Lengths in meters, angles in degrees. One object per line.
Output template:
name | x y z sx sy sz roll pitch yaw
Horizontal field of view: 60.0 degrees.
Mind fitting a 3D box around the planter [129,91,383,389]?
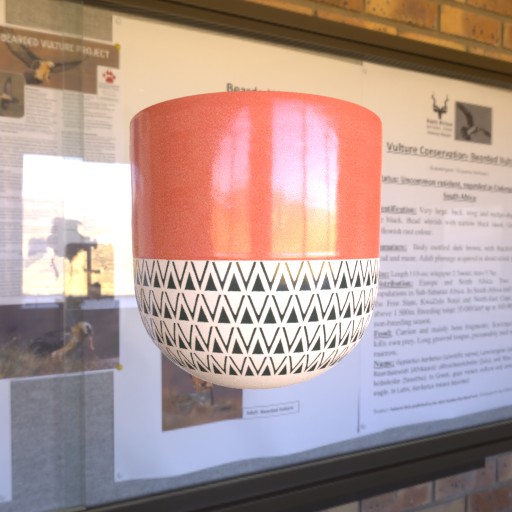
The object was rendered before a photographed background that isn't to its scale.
planter | 0.000 0.000 0.487 0.266 0.270 0.266 0 1 0
